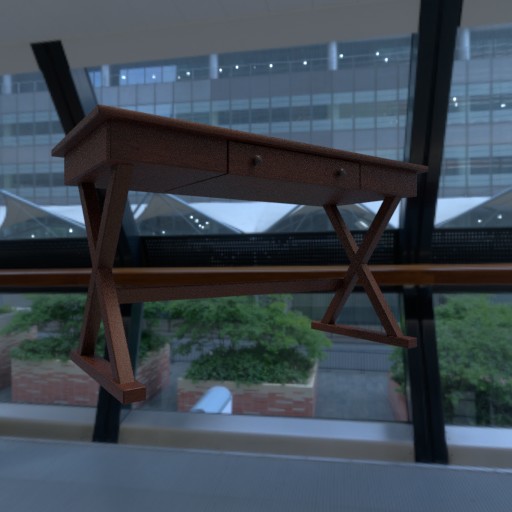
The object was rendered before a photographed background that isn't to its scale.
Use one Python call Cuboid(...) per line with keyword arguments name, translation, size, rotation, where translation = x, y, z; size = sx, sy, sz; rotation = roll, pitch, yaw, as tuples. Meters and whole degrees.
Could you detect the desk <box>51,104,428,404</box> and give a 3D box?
Cuboid(name="desk", translation=(0.000, 0.000, 1.738), size=(1.372, 0.761, 0.600), rotation=(0, 0, -35))
